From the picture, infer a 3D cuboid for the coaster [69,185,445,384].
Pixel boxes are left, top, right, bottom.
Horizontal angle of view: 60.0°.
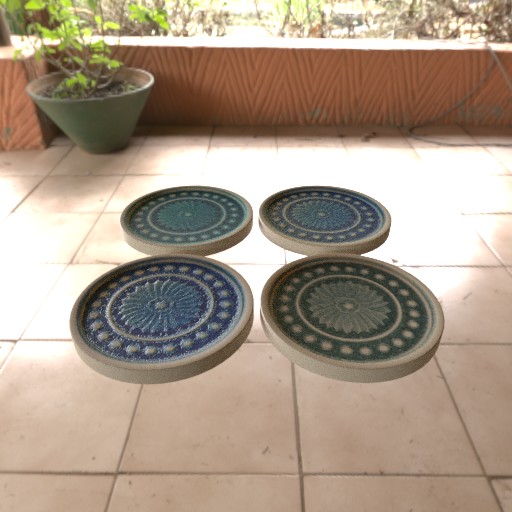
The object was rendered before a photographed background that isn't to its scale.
[{"bbox_3d":[0.000,0.000,0.317,0.220,0.010,0.224,0,33,0],"label":"coaster"}]
